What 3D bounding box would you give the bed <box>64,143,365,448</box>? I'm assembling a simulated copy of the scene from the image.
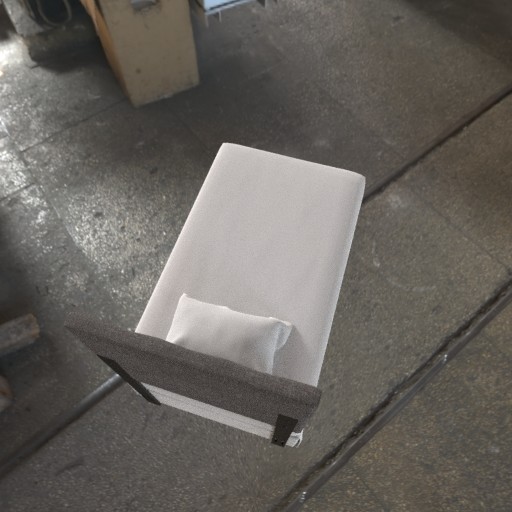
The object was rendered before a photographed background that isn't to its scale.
[{"bbox_3d":[0.000,0.000,2.948,1.261,1.571,1.997,15,62,8],"label":"bed"}]
